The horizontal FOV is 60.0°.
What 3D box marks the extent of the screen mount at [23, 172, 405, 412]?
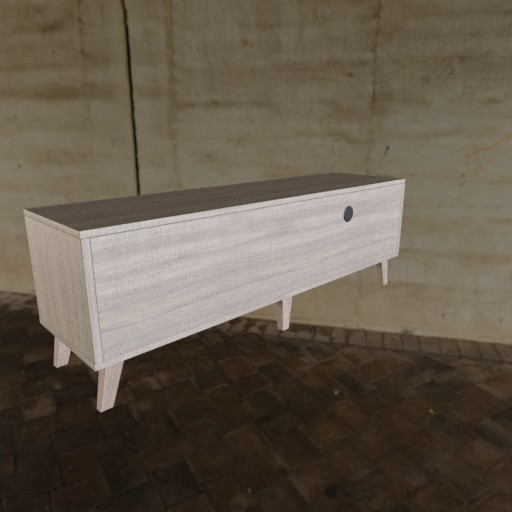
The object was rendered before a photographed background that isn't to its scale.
[{"bbox_3d":[0.000,0.000,1.724,1.500,0.509,0.401,-15,22,-41],"label":"screen mount"}]
